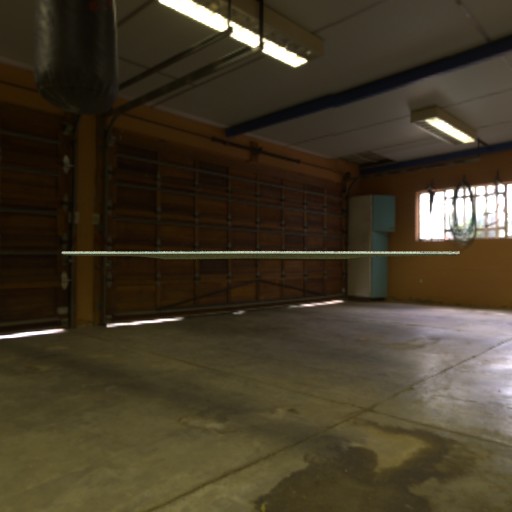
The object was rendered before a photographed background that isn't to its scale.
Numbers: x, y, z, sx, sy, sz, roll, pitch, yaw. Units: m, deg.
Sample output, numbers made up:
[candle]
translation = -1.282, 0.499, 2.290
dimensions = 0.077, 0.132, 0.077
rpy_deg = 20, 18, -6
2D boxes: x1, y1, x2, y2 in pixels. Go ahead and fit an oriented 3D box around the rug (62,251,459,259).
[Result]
[rug]
translation = 0.000, 0.000, 2.932
dimensions = 1.613, 0.030, 2.306
rpy_deg = 0, -1, -1
